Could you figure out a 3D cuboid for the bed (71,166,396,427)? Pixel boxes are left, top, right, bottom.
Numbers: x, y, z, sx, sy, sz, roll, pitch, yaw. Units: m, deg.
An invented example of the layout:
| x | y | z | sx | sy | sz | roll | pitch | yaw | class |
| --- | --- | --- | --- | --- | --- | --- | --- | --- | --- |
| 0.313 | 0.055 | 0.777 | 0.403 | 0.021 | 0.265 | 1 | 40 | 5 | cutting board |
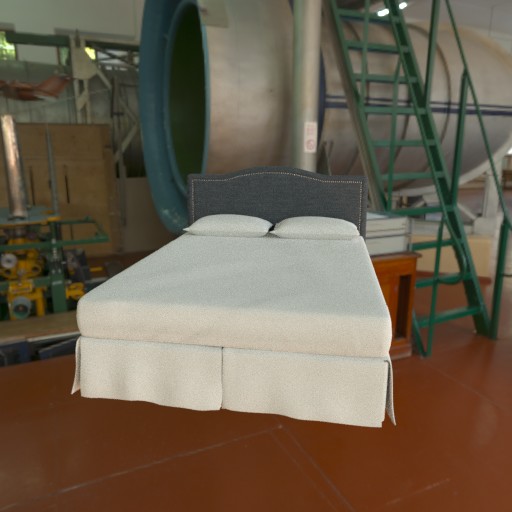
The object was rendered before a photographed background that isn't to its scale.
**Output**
| x | y | z | sx | sy | sz | roll | pitch | yaw | class |
| --- | --- | --- | --- | --- | --- | --- | --- | --- | --- |
| 0.000 | 0.000 | 3.948 | 2.161 | 1.457 | 2.689 | 2 | 14 | 9 | bed |
